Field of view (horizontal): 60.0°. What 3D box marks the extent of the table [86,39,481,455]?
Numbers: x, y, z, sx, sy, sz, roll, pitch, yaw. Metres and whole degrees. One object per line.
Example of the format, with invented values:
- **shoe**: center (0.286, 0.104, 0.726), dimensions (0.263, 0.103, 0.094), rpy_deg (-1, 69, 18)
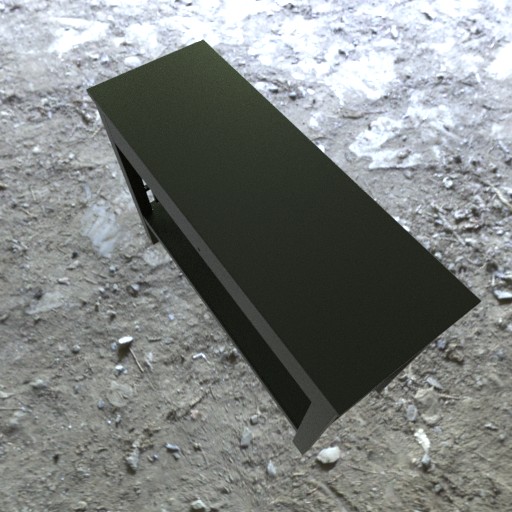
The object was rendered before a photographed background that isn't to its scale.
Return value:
- **table**: center (0.000, 0.000, 1.397), dimensions (0.397, 0.753, 1.068), rpy_deg (-32, 65, -17)
